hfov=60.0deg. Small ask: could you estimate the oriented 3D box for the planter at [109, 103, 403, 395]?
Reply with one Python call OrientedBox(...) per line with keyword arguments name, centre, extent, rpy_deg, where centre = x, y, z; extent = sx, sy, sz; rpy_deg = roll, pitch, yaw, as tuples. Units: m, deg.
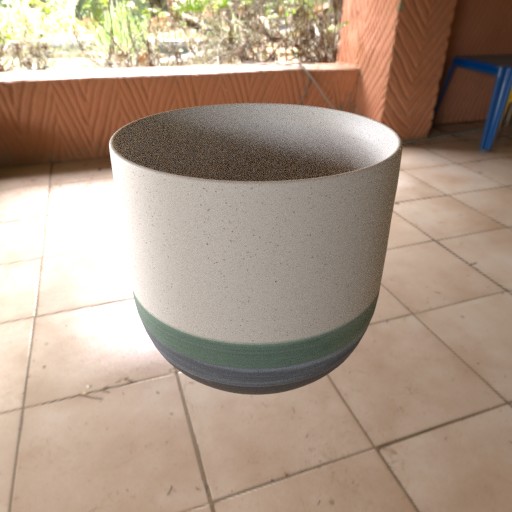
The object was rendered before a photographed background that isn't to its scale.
OrientedBox(name="planter", centre=(0.000, 0.000, 0.484), extent=(0.268, 0.270, 0.268), rpy_deg=(0, 30, 0))
